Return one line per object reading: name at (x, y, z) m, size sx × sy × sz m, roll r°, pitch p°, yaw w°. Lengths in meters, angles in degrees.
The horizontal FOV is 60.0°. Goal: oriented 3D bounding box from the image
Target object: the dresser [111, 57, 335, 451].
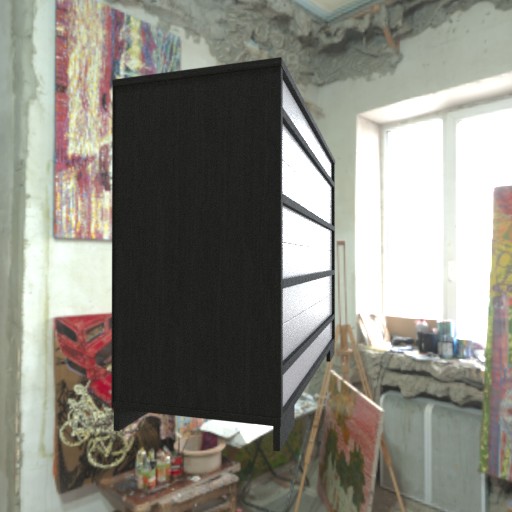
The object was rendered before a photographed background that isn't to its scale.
dresser at (0.000, 0.000, 1.448) m, size 0.404 × 0.816 × 0.994 m, roll 0°, pitch -1°, yaw 16°
